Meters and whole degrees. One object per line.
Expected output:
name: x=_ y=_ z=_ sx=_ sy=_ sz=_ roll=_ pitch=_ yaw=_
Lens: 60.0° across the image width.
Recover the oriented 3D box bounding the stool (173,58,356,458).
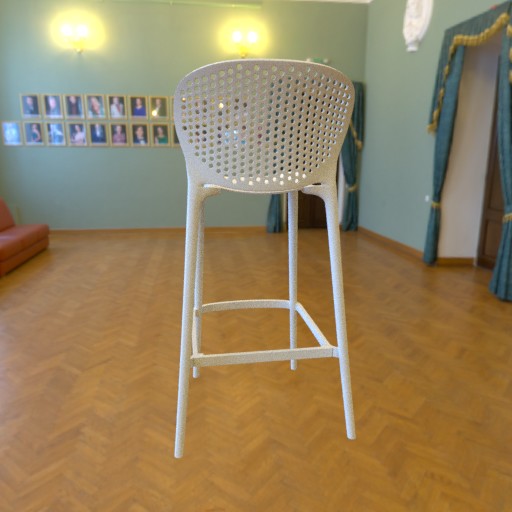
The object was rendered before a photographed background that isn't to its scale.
stool: x=0.000 y=0.000 z=1.384 sx=0.536 sy=1.045 sz=0.535 roll=-2 pitch=13 yaw=-9
